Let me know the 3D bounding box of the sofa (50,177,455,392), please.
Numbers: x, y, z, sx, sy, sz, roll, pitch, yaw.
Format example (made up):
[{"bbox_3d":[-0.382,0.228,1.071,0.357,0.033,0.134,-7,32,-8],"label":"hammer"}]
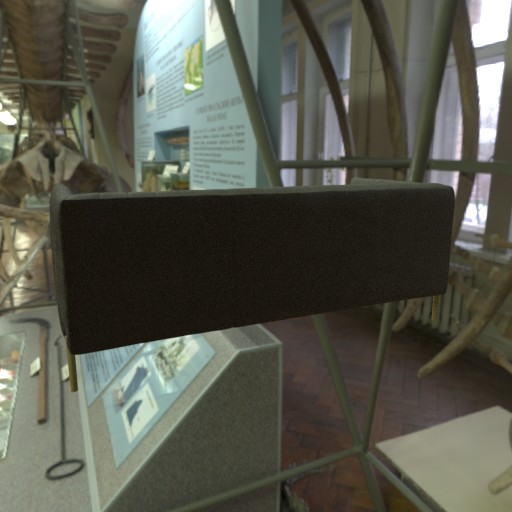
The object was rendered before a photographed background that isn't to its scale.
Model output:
[{"bbox_3d":[0.000,0.000,2.376,1.980,0.780,0.876,-6,14,-24],"label":"sofa"}]
